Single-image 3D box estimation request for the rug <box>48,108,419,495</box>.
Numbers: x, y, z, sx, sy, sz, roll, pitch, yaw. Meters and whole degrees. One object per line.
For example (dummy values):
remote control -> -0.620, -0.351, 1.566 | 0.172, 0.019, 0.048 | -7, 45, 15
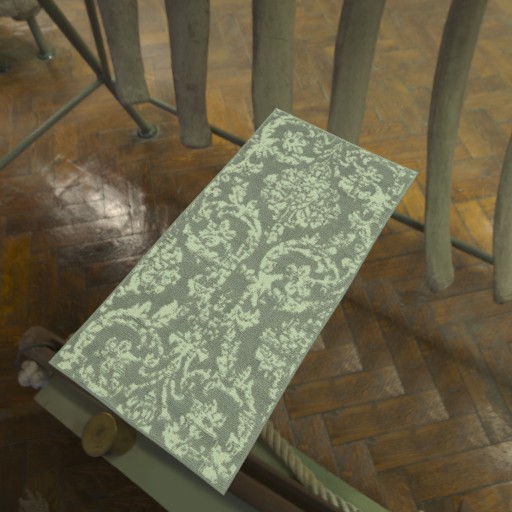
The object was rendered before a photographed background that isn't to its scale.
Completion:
rug -> 0.000, 0.000, 1.418 | 0.604, 0.007, 1.219 | 29, 64, 16
